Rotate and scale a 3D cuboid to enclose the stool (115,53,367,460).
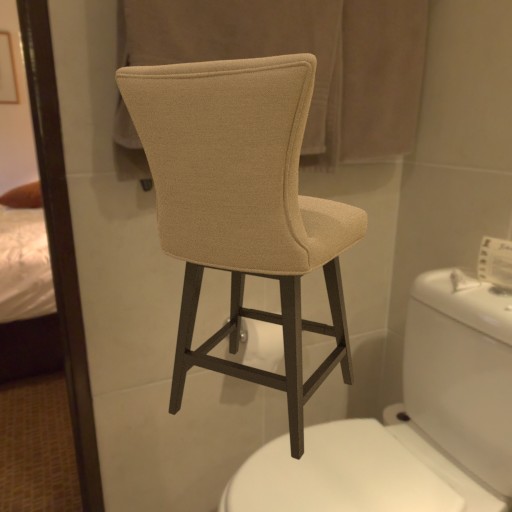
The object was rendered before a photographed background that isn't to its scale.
[{"bbox_3d":[0.000,0.000,1.292,0.514,1.000,0.574,8,18,26],"label":"stool"}]
